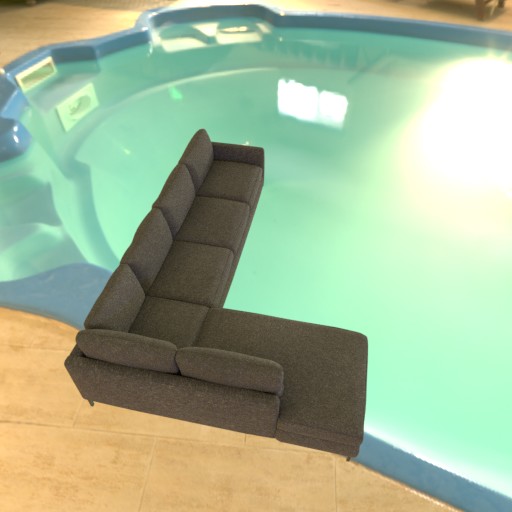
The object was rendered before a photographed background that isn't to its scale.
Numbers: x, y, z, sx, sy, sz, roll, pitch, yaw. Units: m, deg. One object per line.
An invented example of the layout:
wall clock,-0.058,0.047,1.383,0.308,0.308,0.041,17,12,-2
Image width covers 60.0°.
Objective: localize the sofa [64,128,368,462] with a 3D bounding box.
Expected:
sofa,0.000,0.000,3.909,2.007,0.815,2.949,8,46,8
